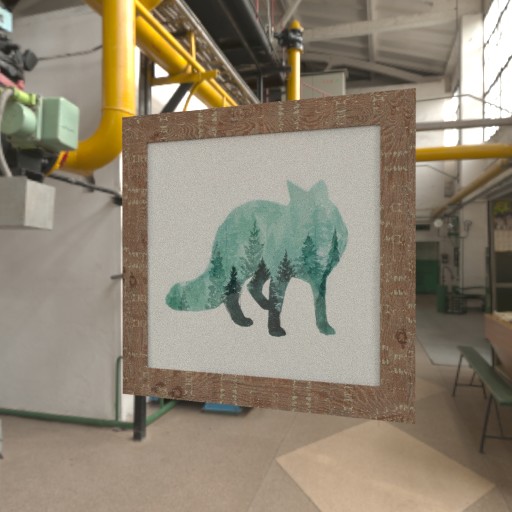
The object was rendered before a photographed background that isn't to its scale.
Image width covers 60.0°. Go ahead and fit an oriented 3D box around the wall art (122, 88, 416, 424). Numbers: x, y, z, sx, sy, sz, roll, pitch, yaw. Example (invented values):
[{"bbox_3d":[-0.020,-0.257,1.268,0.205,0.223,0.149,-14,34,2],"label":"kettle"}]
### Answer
[{"bbox_3d":[0.000,0.000,0.567,0.384,0.384,0.012,0,0,16],"label":"wall art"}]
